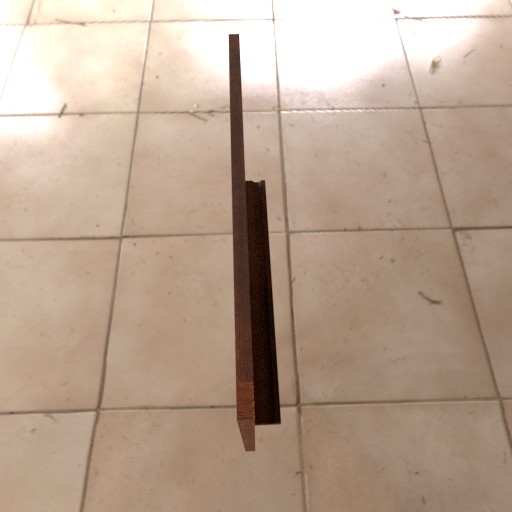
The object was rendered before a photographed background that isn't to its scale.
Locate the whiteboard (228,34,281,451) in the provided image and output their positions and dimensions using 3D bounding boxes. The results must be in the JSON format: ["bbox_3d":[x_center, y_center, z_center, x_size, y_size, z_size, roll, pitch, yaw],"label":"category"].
[{"bbox_3d":[0.000,0.000,0.999,0.083,0.553,0.768,-2,62,-1],"label":"whiteboard"}]
